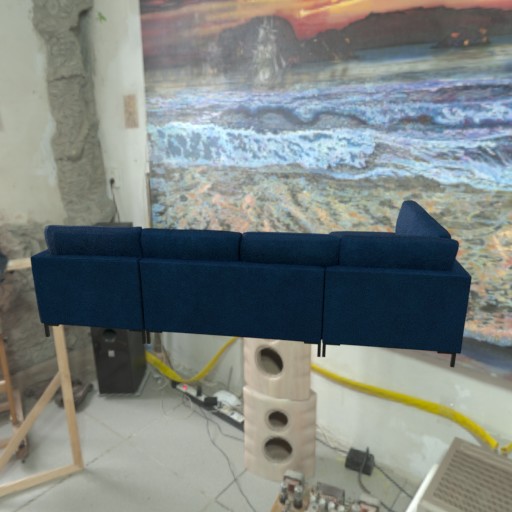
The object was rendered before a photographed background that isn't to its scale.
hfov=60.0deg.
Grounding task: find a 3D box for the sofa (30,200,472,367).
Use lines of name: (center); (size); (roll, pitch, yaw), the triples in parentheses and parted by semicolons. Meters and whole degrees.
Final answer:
sofa: (0.000, 0.000, 4.380); (3.434, 0.992, 2.055); (3, 17, 8)
